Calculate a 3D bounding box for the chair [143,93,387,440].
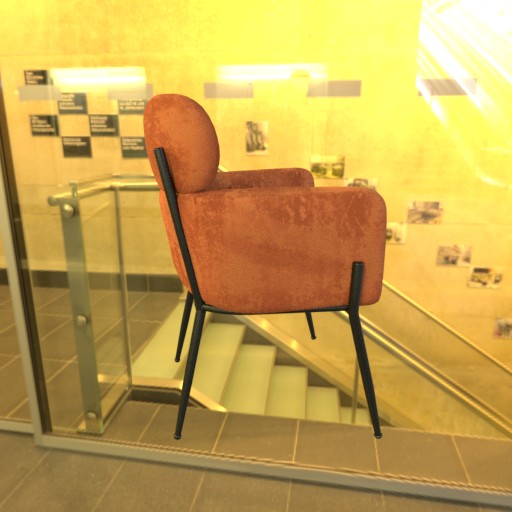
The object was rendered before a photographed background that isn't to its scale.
[{"bbox_3d":[0.000,0.000,1.150,0.523,0.772,0.561,-3,16,-9],"label":"chair"}]
